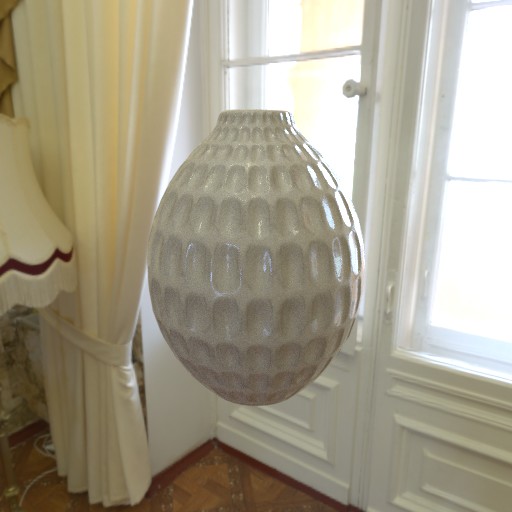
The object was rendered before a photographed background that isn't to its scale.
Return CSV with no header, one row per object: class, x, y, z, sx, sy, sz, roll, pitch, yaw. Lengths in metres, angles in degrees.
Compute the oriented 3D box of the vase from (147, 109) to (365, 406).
vase,0.000,0.000,0.267,0.128,0.167,0.128,0,17,0
